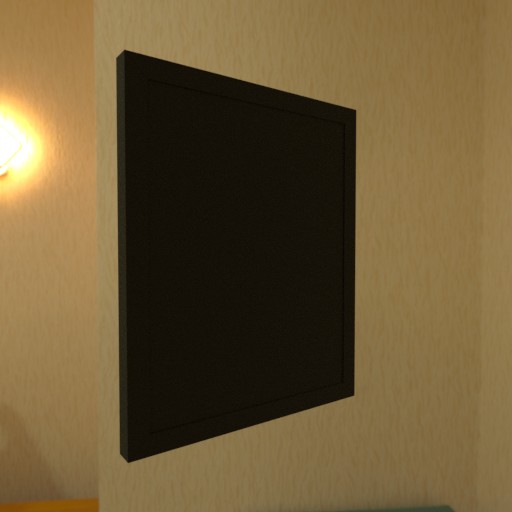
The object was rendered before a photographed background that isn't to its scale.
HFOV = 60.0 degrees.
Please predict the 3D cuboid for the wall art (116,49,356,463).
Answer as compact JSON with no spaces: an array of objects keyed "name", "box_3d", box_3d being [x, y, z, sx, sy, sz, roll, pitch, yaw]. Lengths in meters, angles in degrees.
[{"name":"wall art","box_3d":[0.000,0.000,0.745,0.457,0.559,0.033,-1,2,-36]}]
